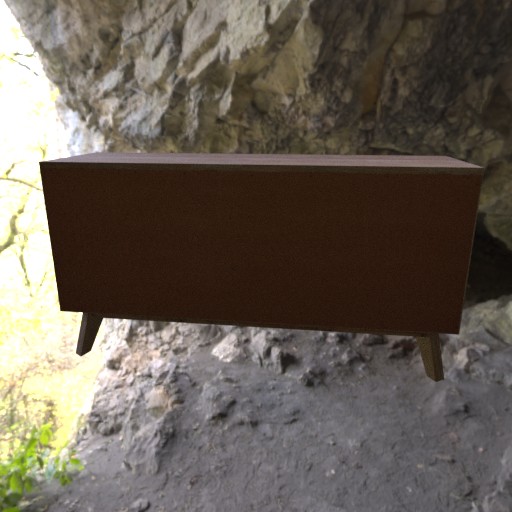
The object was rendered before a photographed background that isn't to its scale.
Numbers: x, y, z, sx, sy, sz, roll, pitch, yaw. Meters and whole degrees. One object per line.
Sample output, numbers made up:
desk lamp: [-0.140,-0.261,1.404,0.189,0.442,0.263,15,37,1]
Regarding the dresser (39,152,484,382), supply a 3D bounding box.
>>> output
dresser: [0.000,0.000,1.869,1.554,0.805,0.455,2,18,7]
